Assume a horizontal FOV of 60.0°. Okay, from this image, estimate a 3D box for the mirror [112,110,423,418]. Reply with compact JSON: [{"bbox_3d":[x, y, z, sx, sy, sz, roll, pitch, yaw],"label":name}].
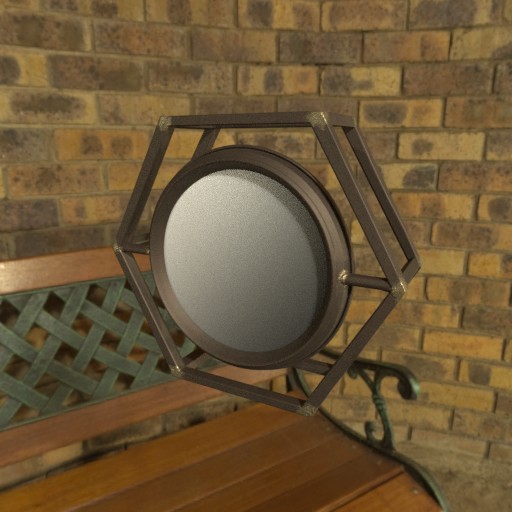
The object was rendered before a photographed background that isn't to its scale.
[{"bbox_3d":[0.000,0.000,0.554,0.380,0.334,0.119,8,16,27],"label":"mirror"}]
